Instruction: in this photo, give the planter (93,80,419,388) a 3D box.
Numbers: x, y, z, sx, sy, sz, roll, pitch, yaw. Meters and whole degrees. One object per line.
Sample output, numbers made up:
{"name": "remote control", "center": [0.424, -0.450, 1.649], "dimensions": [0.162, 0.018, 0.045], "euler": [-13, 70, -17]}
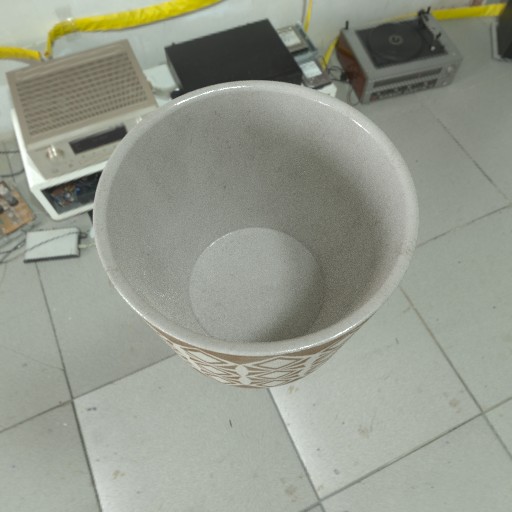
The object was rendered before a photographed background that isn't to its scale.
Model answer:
{"name": "planter", "center": [0.000, 0.000, 0.455], "dimensions": [0.260, 0.220, 0.260], "euler": [0, 63, 0]}
